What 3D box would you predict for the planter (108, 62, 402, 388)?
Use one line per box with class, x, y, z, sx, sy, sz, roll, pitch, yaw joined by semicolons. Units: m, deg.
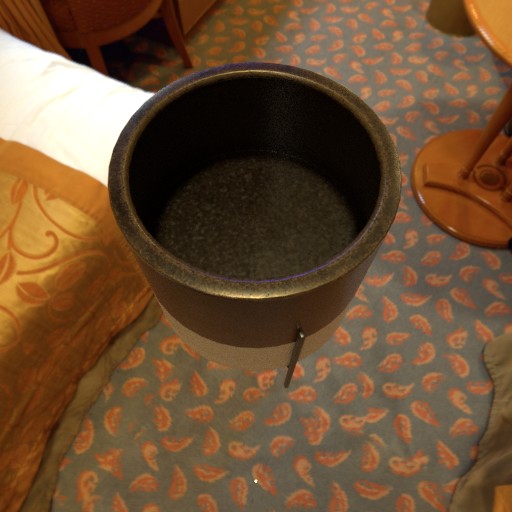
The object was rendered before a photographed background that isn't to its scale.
planter;0.000;0.000;0.721;0.345;0.465;0.354;-17;64;-9
